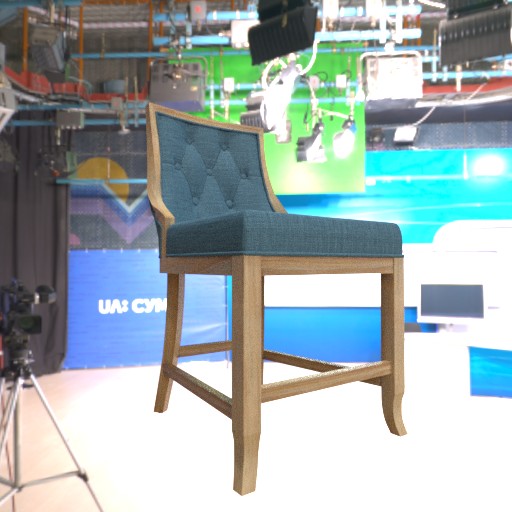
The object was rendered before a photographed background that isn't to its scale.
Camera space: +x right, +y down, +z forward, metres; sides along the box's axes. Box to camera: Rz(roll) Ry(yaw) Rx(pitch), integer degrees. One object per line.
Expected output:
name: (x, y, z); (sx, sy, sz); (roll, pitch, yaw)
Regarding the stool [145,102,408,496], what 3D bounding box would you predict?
stool: (0.000, 0.000, 1.258); (0.524, 0.938, 0.626); (1, -1, -36)
